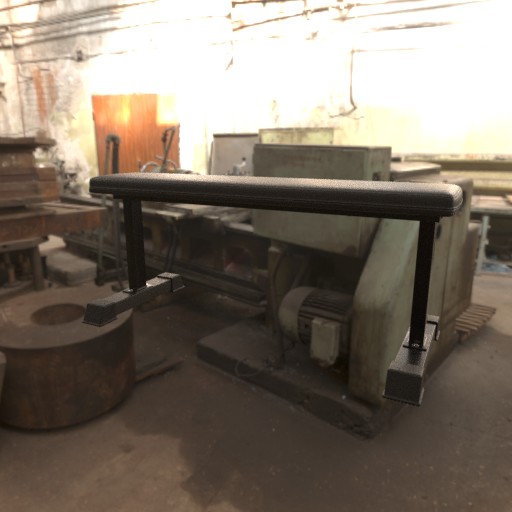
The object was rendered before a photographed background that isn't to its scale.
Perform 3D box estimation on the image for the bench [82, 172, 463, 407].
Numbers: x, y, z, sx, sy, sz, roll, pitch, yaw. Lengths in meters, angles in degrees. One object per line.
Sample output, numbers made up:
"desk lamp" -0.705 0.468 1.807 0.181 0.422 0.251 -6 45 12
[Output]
"bench" 0.000 0.000 1.310 1.072 0.453 0.439 7 16 26
